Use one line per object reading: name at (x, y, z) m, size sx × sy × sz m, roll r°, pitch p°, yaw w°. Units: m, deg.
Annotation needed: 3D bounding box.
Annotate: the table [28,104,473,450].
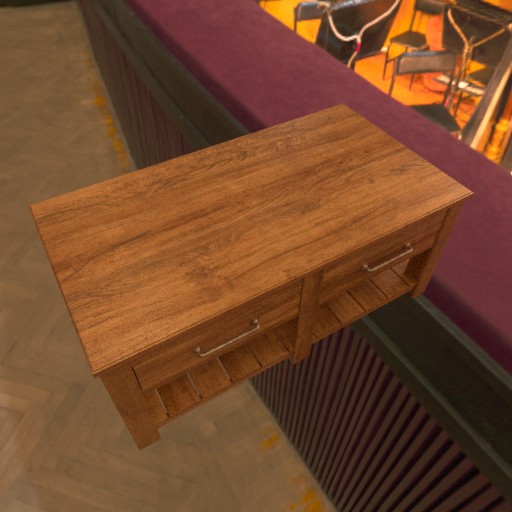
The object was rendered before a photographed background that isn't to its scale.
table at (0.000, 0.000, 1.466) m, size 1.150 × 0.480 × 0.635 m, roll -24°, pitch 52°, yaw -20°
